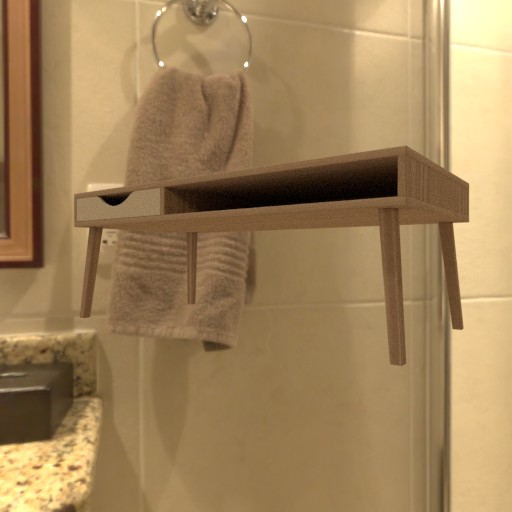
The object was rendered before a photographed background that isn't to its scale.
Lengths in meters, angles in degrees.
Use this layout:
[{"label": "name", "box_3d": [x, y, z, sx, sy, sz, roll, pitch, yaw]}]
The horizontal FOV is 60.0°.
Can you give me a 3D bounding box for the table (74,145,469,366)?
[{"label": "table", "box_3d": [0.000, 0.000, 1.490, 1.200, 0.450, 0.600, 0, 0, 37]}]
